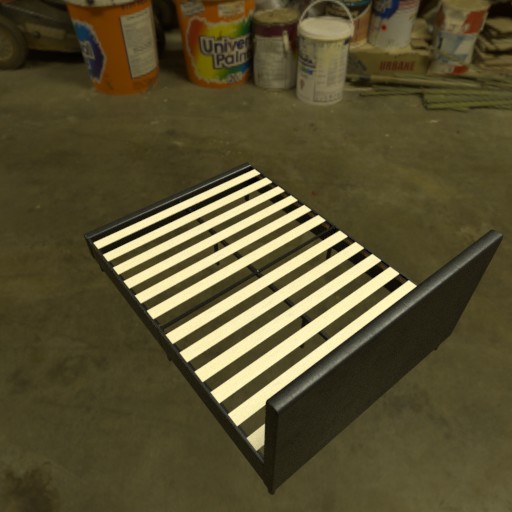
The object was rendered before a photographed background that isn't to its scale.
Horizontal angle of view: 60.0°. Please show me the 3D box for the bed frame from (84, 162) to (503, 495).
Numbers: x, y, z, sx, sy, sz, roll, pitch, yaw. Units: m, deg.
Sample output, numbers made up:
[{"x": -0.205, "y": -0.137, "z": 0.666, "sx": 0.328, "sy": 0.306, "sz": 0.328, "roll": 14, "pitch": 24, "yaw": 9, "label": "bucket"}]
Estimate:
[{"x": 0.000, "y": 0.000, "z": 3.098, "sx": 1.634, "sy": 1.127, "sz": 2.318, "roll": -30, "pitch": 52, "yaw": -26, "label": "bed frame"}]
